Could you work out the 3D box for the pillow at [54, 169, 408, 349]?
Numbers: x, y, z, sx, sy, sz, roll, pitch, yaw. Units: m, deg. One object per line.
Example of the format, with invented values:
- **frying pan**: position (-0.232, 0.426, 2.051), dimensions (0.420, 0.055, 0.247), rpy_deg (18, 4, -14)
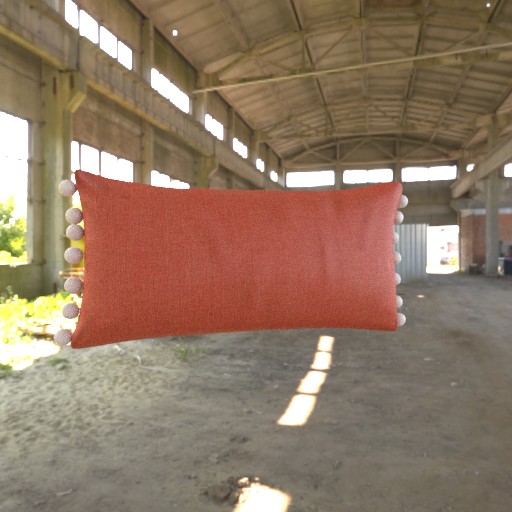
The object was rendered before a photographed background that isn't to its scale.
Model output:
- **pillow**: position (0.000, 0.000, 0.848), dimensions (0.709, 0.322, 0.201), rpy_deg (0, 0, -19)
